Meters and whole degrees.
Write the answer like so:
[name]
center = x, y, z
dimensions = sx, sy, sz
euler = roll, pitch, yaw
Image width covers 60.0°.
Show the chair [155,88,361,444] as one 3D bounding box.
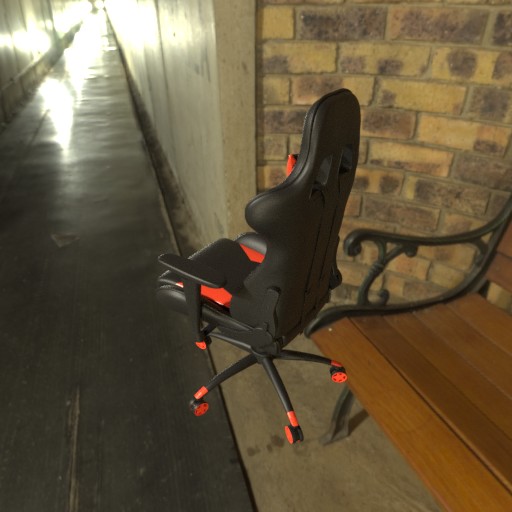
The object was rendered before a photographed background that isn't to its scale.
[chair]
center = 0.000, 0.000, 1.713
dimensions = 0.730, 1.282, 0.695
euler = 21, 37, 30
